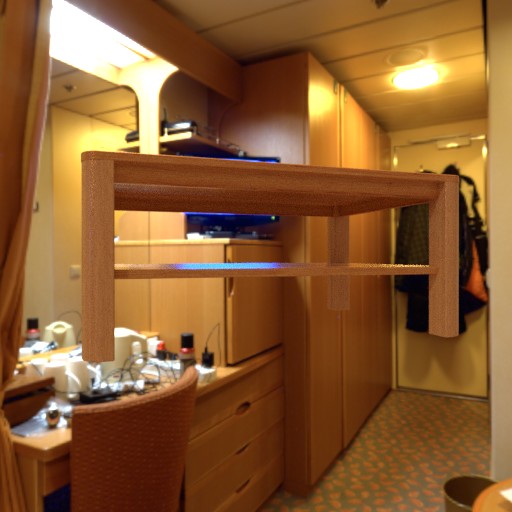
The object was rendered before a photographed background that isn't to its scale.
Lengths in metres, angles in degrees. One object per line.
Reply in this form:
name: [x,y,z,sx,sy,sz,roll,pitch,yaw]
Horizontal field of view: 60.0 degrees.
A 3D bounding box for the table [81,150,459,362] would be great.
table: [0.000,0.000,1.403,0.997,0.445,0.696,0,0,-18]
